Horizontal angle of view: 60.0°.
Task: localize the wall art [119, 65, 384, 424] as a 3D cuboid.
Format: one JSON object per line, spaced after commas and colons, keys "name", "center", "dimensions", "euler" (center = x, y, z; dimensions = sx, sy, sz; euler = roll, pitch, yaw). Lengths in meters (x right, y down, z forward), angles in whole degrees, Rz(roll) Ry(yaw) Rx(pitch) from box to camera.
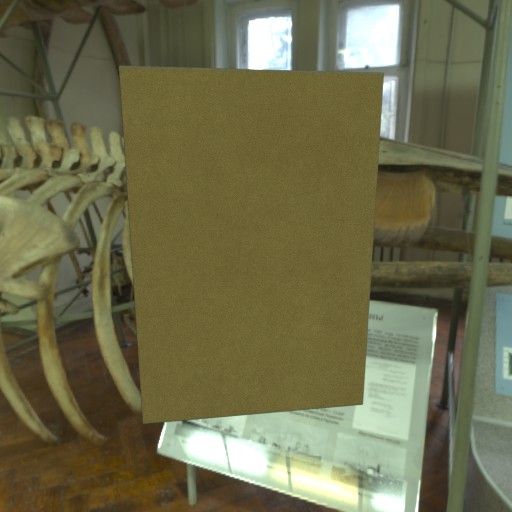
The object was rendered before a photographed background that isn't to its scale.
{"name": "wall art", "center": [0.000, 0.000, 0.582], "dimensions": [0.314, 0.455, 0.019], "euler": [-2, 14, -8]}
